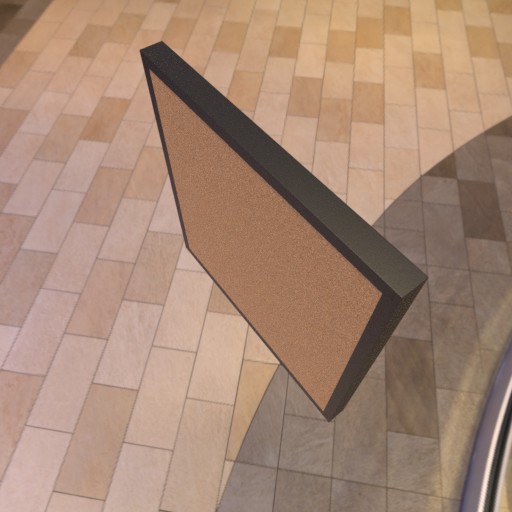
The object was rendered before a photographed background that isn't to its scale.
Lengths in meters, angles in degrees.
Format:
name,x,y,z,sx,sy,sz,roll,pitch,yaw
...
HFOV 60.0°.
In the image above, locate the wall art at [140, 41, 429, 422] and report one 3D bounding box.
name,x,y,z,sx,sy,sz,roll,pitch,yaw
wall art,0.000,0.000,0.750,0.038,0.508,0.508,-32,63,-19
